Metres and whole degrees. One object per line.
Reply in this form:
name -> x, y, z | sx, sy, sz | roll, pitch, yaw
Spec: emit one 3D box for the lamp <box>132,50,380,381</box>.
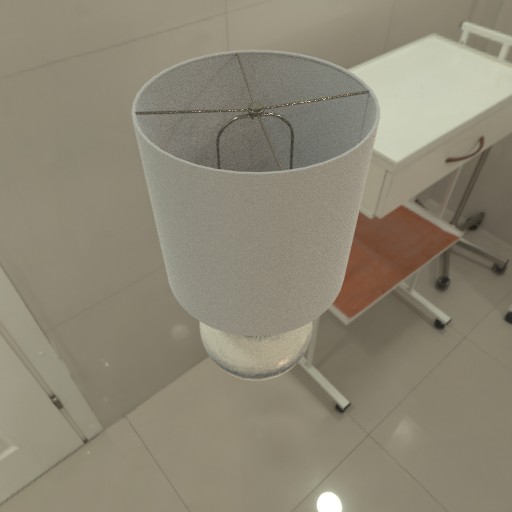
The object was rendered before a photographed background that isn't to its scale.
lamp -> 0.000, 0.000, 0.540 | 0.216, 0.404, 0.216 | -32, 55, -26
